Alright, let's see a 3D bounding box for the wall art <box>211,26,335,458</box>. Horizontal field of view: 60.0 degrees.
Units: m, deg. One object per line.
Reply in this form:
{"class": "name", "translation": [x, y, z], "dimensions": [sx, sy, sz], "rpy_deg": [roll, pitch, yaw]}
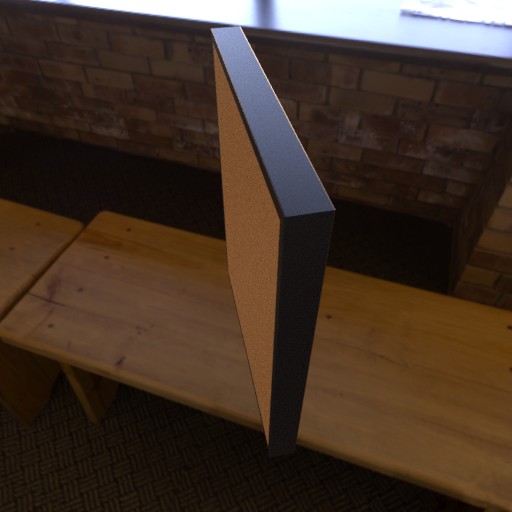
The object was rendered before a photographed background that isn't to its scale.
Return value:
{"class": "wall art", "translation": [0.000, 0.000, 0.482], "dimensions": [0.030, 0.369, 0.294], "rpy_deg": [-9, 47, -8]}
